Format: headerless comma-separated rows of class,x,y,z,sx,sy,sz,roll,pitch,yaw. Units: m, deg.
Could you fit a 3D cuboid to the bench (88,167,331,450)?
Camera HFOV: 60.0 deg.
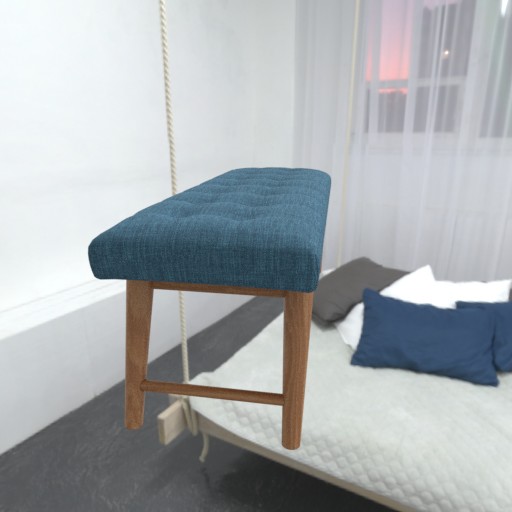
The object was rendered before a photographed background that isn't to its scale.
bench,0.000,0.000,1.310,0.406,0.432,1.118,3,17,10
